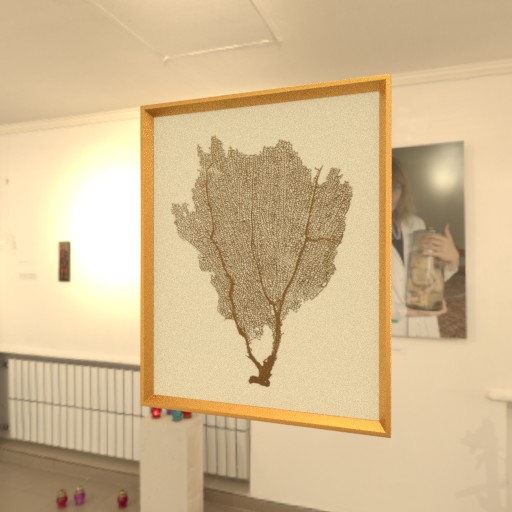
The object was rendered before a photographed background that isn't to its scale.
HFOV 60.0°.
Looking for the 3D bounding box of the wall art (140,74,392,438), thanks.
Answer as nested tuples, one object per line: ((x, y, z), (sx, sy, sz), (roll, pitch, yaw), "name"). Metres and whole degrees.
((0.000, 0.000, 1.044), (0.610, 0.762, 0.038), (0, 0, 19), "wall art")
